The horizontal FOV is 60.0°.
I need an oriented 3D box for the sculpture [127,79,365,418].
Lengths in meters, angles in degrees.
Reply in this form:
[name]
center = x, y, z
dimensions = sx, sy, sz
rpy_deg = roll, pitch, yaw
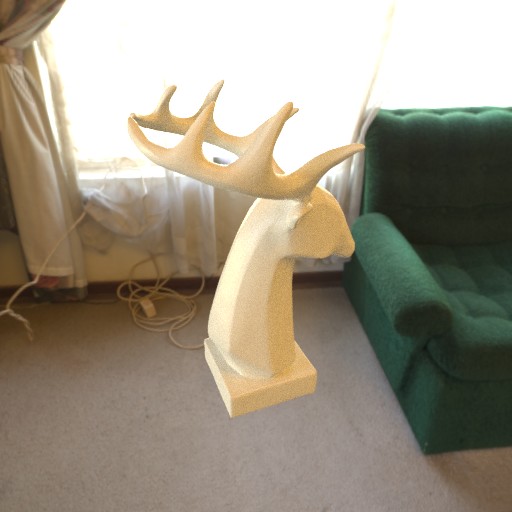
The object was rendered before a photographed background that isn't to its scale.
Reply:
[sculpture]
center = 0.000, 0.000, 0.452
dimensions = 0.224, 0.329, 0.174
rpy_deg = -11, 31, -19
